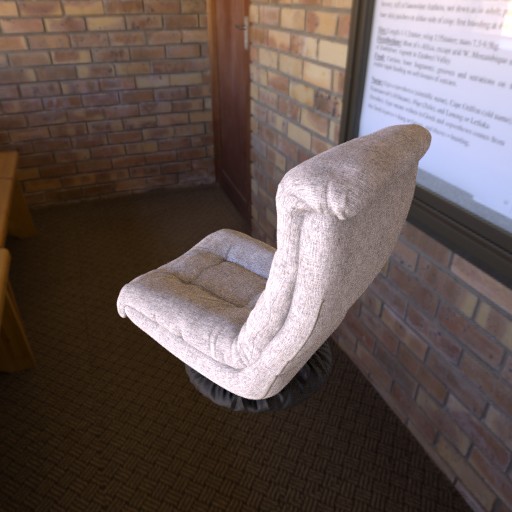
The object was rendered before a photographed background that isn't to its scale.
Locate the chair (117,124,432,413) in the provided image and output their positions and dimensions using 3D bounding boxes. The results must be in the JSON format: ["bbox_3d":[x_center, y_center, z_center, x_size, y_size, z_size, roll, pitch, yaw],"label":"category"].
[{"bbox_3d":[0.000,0.000,0.970,0.583,0.600,0.400,21,37,30],"label":"chair"}]
